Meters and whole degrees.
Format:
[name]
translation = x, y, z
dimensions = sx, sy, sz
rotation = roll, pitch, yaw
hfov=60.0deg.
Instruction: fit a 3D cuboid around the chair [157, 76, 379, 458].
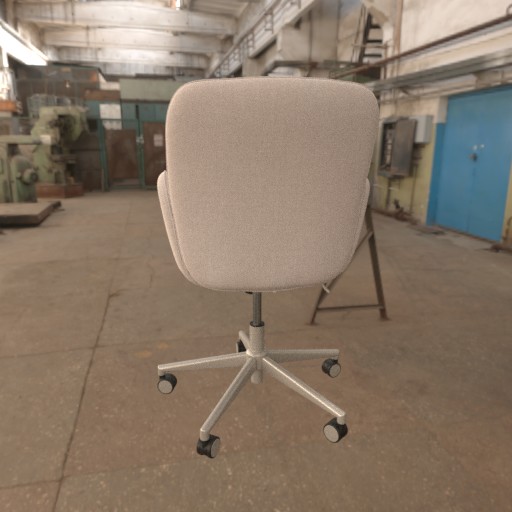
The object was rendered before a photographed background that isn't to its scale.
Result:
[chair]
translation = 0.000, 0.000, 1.369
dimensions = 0.648, 0.959, 0.633
rotation = -3, 15, -10
